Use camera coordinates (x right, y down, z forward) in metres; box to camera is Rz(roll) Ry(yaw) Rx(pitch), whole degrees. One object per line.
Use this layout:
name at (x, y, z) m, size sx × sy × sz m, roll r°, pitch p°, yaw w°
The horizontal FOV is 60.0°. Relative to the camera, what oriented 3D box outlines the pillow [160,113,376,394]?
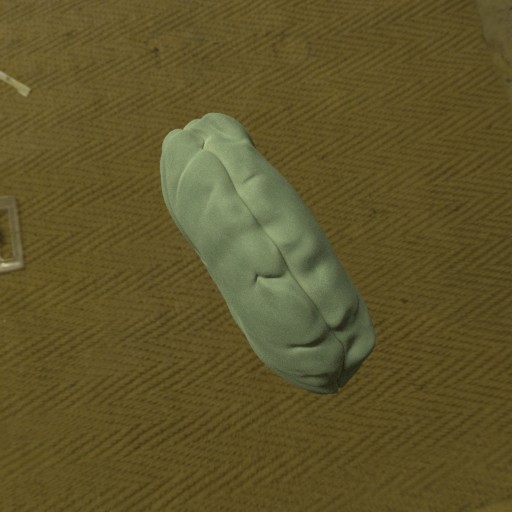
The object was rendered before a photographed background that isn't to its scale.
pillow at (0.000, 0.000, 0.638) m, size 0.148 × 0.407 × 0.428 m, roll -32°, pitch 78°, yaw -8°
